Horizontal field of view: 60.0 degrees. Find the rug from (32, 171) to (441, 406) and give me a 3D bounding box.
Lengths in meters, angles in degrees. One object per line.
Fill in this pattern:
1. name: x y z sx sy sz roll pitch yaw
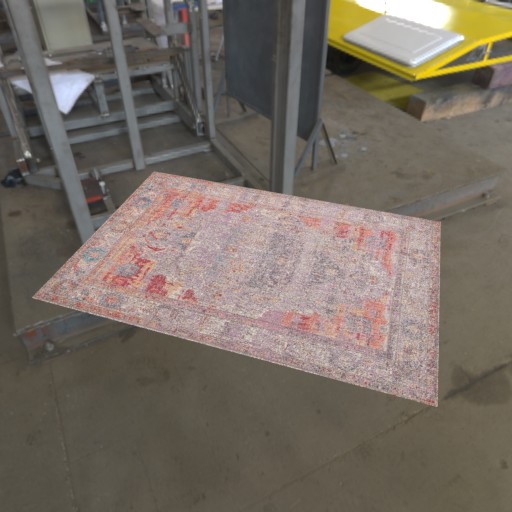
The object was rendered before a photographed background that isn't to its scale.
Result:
1. rug: 0.000 0.000 2.316 1.829 0.005 1.219 12 43 13
